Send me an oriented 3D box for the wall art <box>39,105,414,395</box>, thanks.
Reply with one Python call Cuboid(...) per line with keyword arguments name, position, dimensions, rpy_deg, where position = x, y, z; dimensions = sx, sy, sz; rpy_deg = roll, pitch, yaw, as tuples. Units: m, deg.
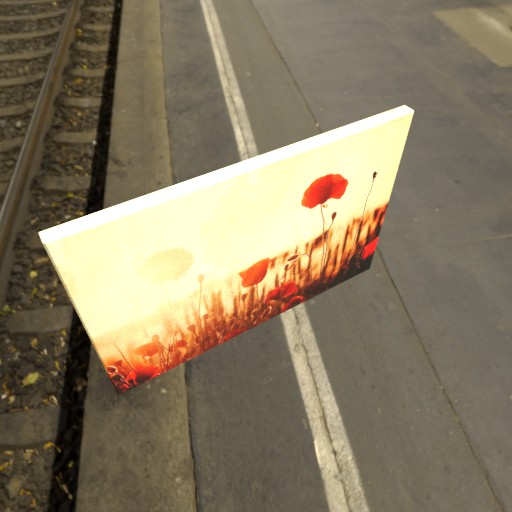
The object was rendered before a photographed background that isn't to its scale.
Cuboid(name="wall art", position=(0.000, 0.000, 1.189), dimensions=(0.918, 0.602, 0.038), rpy_deg=(-24, 51, -21))
